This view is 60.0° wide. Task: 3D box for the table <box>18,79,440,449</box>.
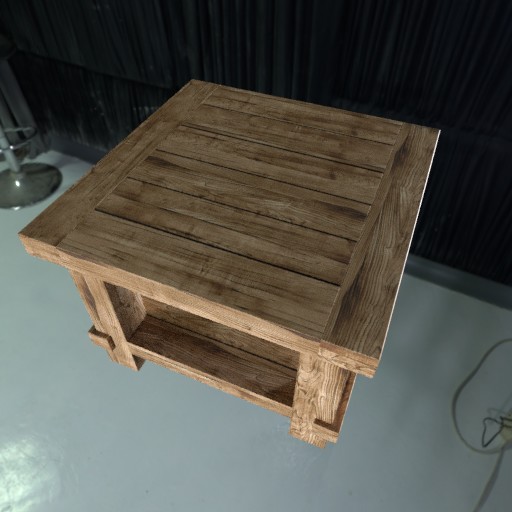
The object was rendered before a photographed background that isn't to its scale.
[{"bbox_3d":[0.000,0.000,1.018,0.610,0.457,0.610,17,49,15],"label":"table"}]
